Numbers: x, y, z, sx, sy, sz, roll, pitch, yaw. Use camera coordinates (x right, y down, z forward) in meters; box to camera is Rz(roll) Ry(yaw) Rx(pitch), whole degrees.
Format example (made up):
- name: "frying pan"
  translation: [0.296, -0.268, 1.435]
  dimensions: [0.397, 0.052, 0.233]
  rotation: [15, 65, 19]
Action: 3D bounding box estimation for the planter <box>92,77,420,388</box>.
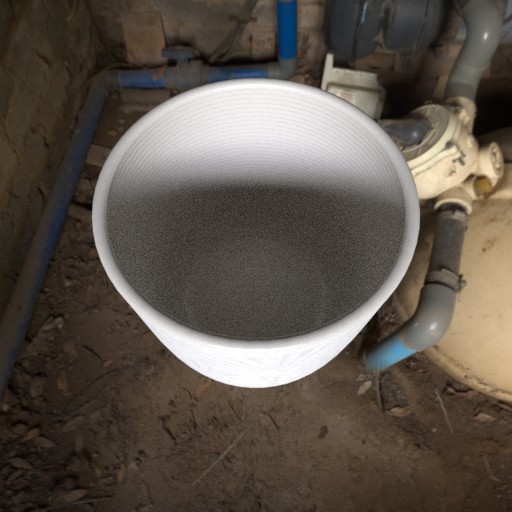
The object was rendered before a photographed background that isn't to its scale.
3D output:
- name: "planter"
  translation: [0.000, 0.000, 0.217]
  dimensions: [0.124, 0.109, 0.124]
  rotation: [0, 63, 0]
